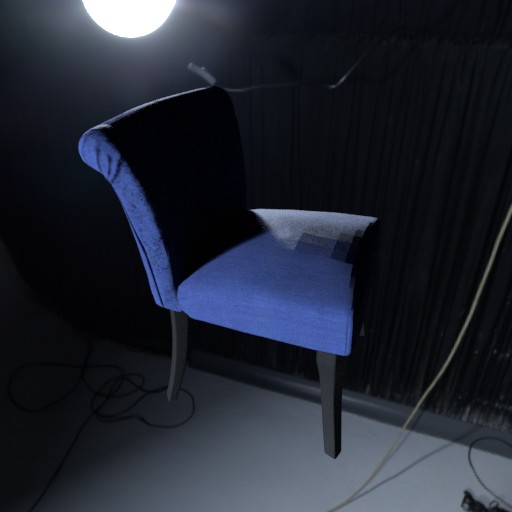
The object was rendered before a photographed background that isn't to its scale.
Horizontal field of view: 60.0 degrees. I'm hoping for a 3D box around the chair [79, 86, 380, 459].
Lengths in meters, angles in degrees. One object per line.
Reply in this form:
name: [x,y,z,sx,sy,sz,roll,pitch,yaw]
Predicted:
chair: [0.000,0.000,1.171,0.606,0.753,0.585,10,31,17]
